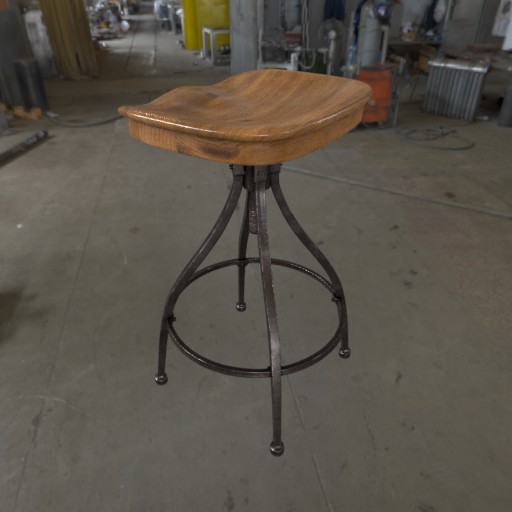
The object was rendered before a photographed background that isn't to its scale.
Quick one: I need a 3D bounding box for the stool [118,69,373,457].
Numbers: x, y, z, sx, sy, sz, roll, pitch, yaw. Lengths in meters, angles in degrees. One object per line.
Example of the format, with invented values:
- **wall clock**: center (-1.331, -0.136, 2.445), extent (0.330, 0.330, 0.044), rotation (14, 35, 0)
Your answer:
- **stool**: center (0.000, 0.000, 0.974), extent (0.424, 0.694, 0.432), rotation (20, 38, 28)
